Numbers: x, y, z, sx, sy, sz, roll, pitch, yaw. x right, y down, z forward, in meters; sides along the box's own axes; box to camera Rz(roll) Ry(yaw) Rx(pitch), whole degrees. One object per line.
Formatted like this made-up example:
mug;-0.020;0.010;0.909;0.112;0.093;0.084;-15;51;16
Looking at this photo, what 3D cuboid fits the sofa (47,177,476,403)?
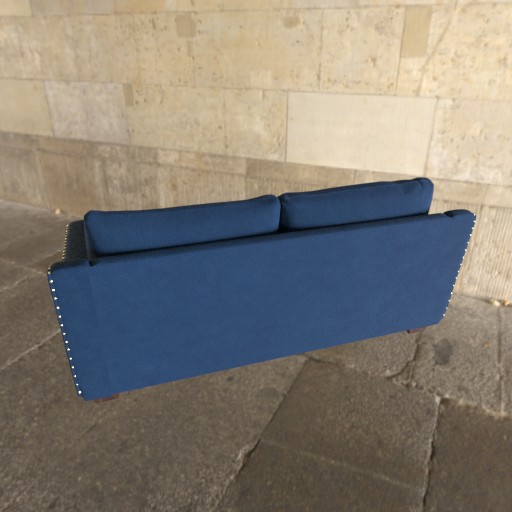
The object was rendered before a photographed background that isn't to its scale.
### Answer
sofa;0.000;0.000;2.651;2.107;0.983;1.104;-8;27;-17
